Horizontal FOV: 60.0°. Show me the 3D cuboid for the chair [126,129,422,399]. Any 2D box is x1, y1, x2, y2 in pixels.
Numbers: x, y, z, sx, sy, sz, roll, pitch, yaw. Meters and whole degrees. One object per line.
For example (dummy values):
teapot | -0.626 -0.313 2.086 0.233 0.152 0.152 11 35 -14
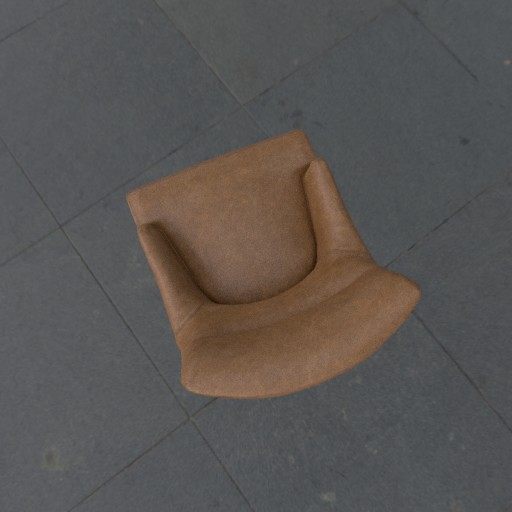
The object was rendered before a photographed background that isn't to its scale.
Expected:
chair | 0.000 0.000 1.554 0.729 0.869 0.874 -21 78 -5
